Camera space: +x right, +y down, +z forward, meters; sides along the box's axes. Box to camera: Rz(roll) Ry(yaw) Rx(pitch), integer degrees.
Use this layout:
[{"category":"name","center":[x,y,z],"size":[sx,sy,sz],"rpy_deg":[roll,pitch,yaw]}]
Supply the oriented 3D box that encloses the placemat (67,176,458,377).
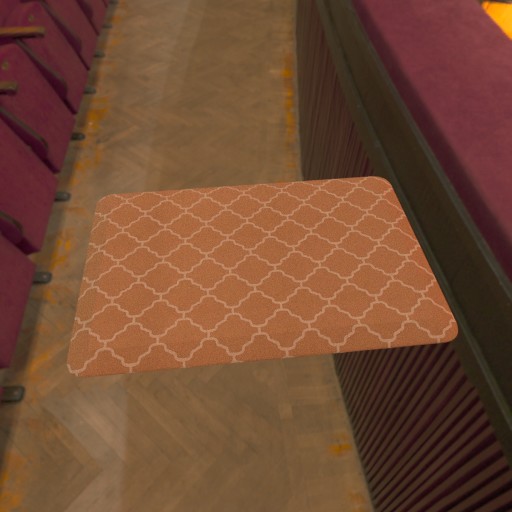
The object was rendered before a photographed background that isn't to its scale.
[{"category":"placemat","center":[0.000,0.000,0.997],"size":[0.762,0.021,0.508],"rpy_deg":[-5,49,-4]}]
